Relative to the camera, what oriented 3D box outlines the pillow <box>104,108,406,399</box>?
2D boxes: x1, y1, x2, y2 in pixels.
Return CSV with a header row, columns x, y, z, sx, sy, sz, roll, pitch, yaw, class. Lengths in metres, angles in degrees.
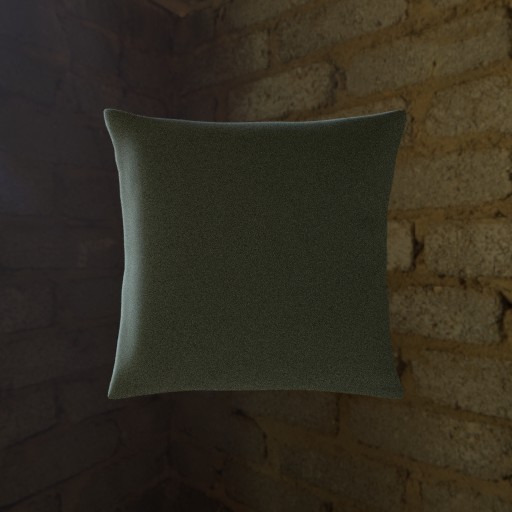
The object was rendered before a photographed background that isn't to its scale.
x,y,z,sx,sy,sz,roll,pitch,yaw,class
0.000,0.000,0.778,0.525,0.508,0.166,0,1,0,pillow
